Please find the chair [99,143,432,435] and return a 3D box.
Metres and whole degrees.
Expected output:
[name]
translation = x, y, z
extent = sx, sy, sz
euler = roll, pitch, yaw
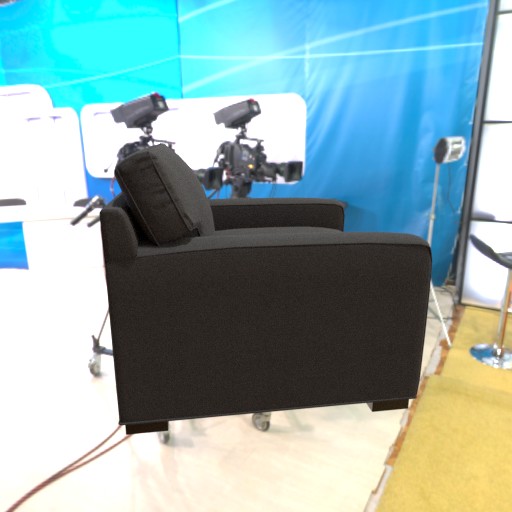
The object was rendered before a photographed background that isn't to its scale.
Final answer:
[chair]
translation = 0.000, 0.000, 1.857
extent = 1.043, 0.913, 0.997
euler = -2, 16, -8
